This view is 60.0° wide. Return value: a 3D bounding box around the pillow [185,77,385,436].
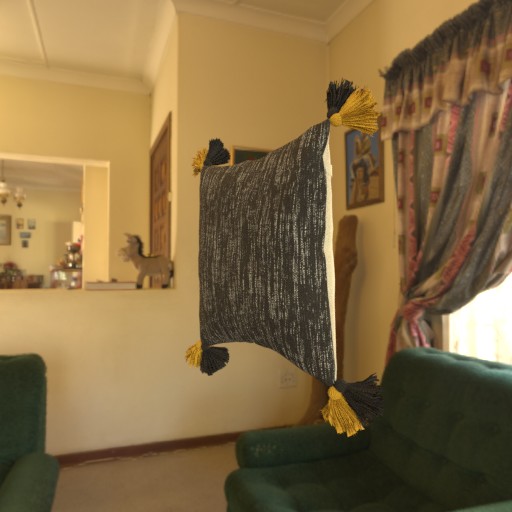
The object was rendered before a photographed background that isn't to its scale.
[{"bbox_3d":[0.000,0.000,0.988,0.139,0.659,0.654,1,-2,-36],"label":"pillow"}]
